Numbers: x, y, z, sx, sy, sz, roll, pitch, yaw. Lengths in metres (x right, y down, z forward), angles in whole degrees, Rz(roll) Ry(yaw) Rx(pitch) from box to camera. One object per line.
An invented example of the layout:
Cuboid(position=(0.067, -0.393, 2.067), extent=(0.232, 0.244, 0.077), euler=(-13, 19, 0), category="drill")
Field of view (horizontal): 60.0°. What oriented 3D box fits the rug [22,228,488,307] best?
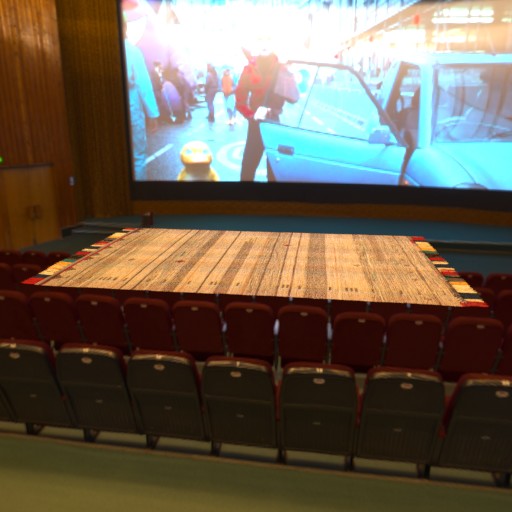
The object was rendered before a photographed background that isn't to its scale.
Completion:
Cuboid(position=(0.000, 0.000, 2.956), extent=(2.465, 0.012, 1.465), euler=(2, 16, 7), category="rug")
